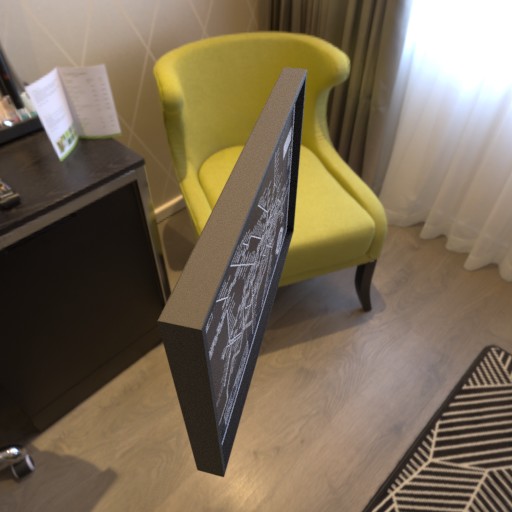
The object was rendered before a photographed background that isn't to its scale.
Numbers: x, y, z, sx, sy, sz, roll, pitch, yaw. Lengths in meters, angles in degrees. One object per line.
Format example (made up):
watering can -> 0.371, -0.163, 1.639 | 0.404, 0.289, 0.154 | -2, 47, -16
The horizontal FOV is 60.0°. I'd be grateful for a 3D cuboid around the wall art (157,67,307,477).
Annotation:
wall art -> 0.000, 0.000, 0.861 | 0.051, 0.456, 0.671 | 10, 47, 10
